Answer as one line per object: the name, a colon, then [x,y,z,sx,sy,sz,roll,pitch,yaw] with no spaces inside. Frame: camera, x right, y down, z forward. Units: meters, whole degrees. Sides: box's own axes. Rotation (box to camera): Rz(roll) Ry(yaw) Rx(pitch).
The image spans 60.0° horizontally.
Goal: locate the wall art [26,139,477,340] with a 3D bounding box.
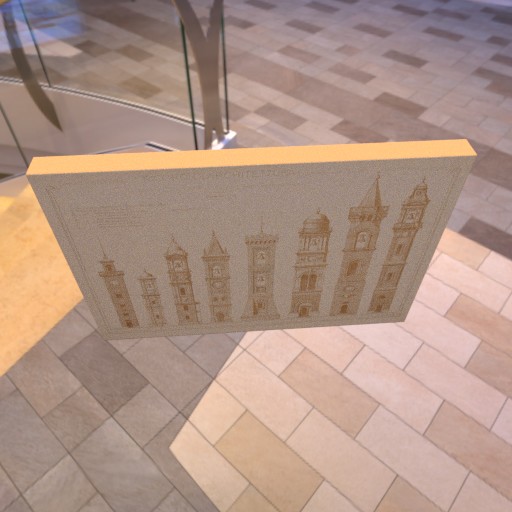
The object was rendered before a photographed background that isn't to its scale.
wall art: [0.000,0.000,0.761,0.609,0.407,0.039,-3,48,-3]
